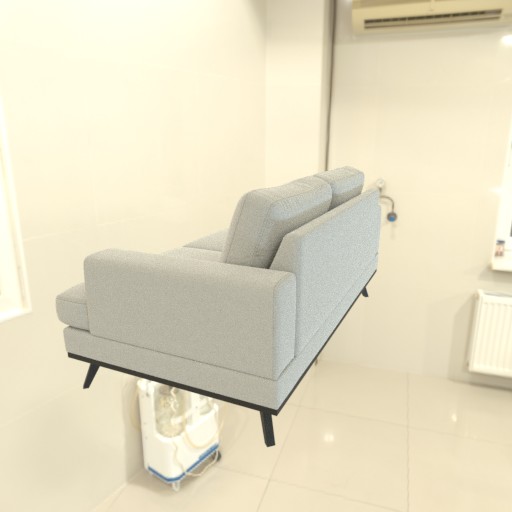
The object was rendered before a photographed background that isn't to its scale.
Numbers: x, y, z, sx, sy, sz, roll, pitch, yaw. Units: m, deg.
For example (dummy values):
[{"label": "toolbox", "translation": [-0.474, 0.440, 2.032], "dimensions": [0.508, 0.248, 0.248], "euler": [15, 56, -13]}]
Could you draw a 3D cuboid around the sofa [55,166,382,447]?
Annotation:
[{"label": "sofa", "translation": [0.000, 0.000, 2.177], "dimensions": [0.920, 0.810, 1.650], "euler": [7, 17, 24]}]
